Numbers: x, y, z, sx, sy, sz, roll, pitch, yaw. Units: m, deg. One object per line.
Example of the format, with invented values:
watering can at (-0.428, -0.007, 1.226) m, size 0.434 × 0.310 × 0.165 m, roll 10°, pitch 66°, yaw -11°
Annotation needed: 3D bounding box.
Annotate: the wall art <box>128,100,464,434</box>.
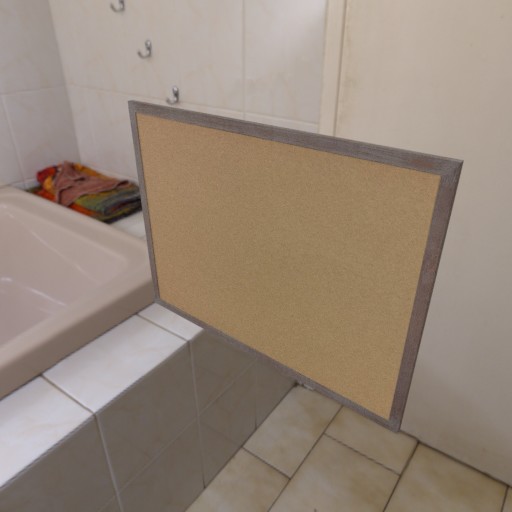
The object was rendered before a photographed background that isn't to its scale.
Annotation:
wall art at (0.000, 0.000, 1.317) m, size 1.012 × 0.774 × 0.019 m, roll 21°, pitch 36°, yaw 33°
